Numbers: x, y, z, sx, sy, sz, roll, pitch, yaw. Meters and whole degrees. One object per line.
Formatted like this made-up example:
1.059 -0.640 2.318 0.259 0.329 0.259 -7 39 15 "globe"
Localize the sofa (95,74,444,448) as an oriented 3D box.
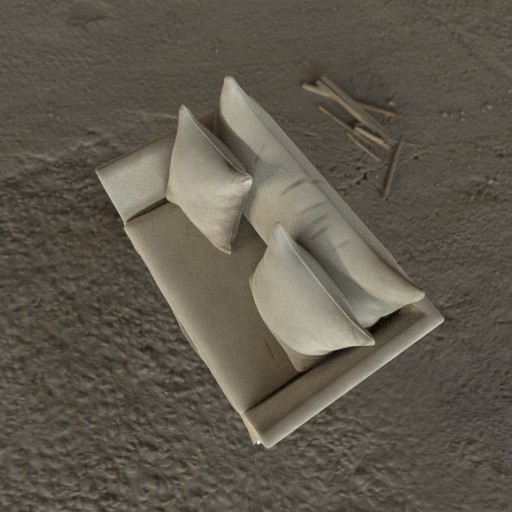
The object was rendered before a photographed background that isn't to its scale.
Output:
0.000 0.000 2.324 1.035 1.040 1.608 -31 69 -13 "sofa"
